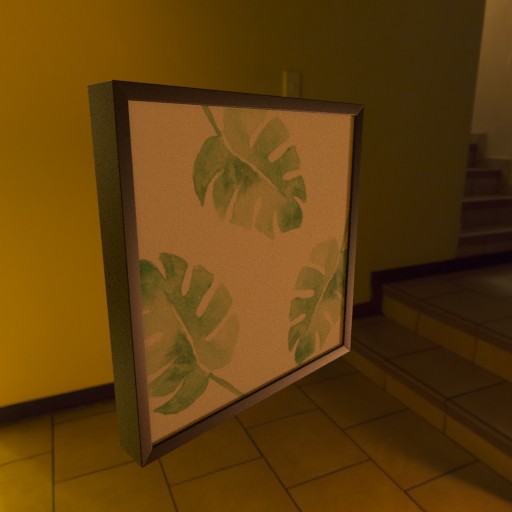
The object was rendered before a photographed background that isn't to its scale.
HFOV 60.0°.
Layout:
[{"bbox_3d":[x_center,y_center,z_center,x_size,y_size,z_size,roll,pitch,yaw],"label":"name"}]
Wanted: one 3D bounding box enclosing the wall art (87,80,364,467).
[{"bbox_3d":[0.000,0.000,0.448,0.304,0.304,0.038,-14,20,-43],"label":"wall art"}]
